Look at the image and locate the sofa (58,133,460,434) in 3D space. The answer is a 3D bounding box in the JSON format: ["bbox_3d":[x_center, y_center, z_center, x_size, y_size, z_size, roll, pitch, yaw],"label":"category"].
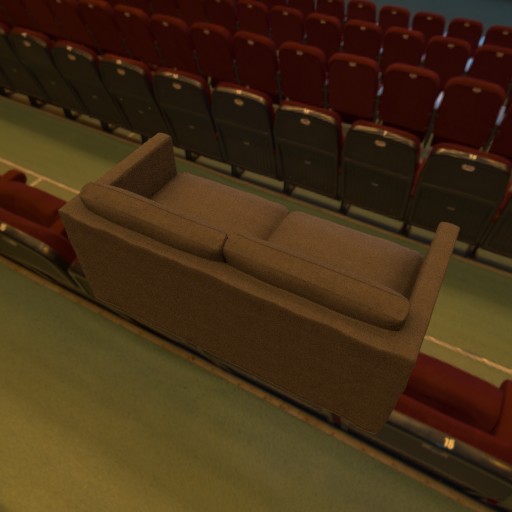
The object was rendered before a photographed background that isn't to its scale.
[{"bbox_3d":[0.000,0.000,2.562,1.982,0.855,0.953,21,50,19],"label":"sofa"}]
